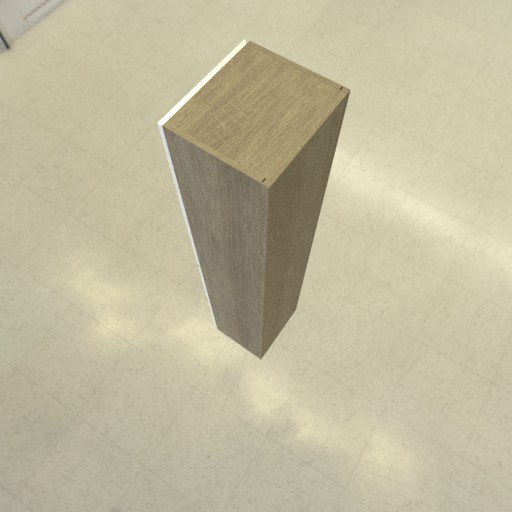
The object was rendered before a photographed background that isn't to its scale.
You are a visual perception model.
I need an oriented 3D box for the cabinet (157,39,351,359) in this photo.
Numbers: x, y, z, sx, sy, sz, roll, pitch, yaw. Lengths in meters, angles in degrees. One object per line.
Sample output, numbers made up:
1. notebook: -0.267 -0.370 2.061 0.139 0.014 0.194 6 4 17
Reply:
1. cabinet: 0.000 0.000 1.531 0.270 1.400 0.300 32 68 15
